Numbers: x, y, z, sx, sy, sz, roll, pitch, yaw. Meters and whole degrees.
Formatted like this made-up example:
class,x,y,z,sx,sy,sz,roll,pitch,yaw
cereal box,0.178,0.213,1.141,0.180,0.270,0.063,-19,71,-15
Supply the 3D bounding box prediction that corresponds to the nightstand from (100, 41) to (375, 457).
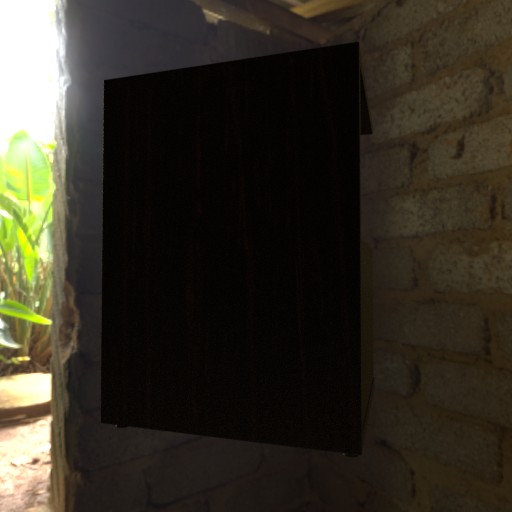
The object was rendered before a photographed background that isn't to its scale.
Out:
class,x,y,z,sx,sy,sz,roll,pitch,yaw
nightstand,0.000,0.000,0.811,0.400,0.559,0.356,0,-2,18
